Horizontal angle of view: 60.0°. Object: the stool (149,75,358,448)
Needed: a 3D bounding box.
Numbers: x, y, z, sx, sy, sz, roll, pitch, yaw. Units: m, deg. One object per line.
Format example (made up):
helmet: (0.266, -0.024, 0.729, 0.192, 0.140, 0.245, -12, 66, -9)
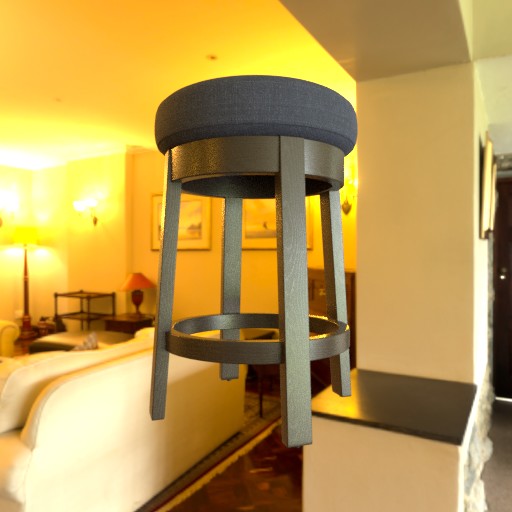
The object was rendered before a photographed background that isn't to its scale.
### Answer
stool: (0.000, 0.000, 0.962, 0.449, 0.655, 0.449, 0, 0, 0)
